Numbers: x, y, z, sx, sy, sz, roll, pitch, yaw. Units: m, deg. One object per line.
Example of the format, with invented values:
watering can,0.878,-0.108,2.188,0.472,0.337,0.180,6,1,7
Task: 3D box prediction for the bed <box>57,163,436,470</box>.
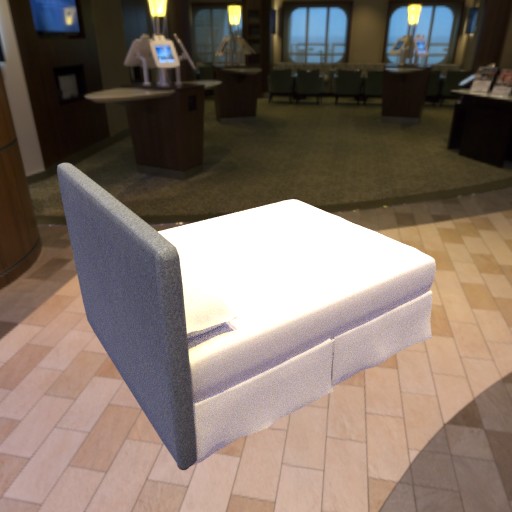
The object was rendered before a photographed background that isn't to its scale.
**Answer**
bed,0.000,0.000,3.160,2.142,1.330,1.723,-17,31,-31
